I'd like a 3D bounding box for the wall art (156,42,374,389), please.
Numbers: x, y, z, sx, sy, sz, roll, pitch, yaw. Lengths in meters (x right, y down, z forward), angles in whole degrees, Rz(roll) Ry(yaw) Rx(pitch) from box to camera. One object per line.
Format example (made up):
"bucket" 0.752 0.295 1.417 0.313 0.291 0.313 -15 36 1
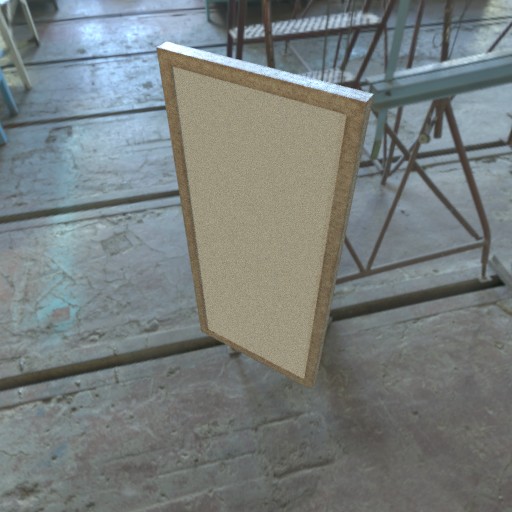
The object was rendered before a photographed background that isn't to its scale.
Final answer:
"wall art" 0.000 0.000 1.721 0.648 1.461 0.051 23 51 21
